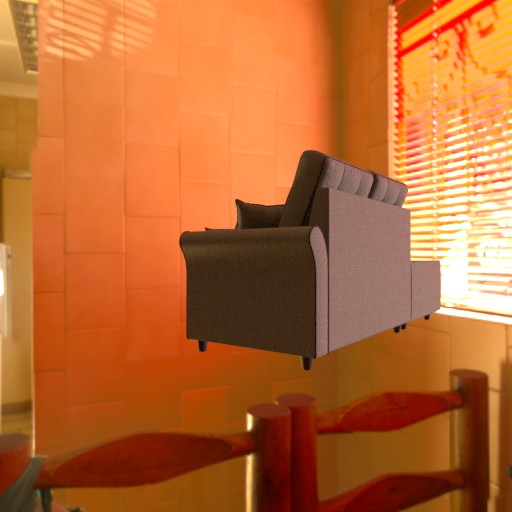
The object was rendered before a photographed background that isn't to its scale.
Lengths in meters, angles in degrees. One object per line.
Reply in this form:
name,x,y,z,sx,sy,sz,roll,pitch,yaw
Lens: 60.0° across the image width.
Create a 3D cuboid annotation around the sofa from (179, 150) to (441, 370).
sofa,0.000,0.000,3.234,2.068,0.988,2.070,0,0,36
